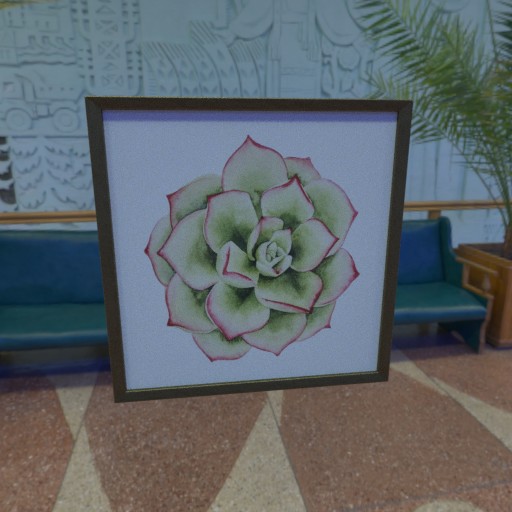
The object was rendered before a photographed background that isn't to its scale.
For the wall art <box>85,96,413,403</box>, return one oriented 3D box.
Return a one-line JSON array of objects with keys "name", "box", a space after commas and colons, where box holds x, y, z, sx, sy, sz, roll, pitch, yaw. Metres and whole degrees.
[{"name": "wall art", "box": [0.000, 0.000, 0.754, 0.503, 0.506, 0.031, -2, 16, -8]}]
